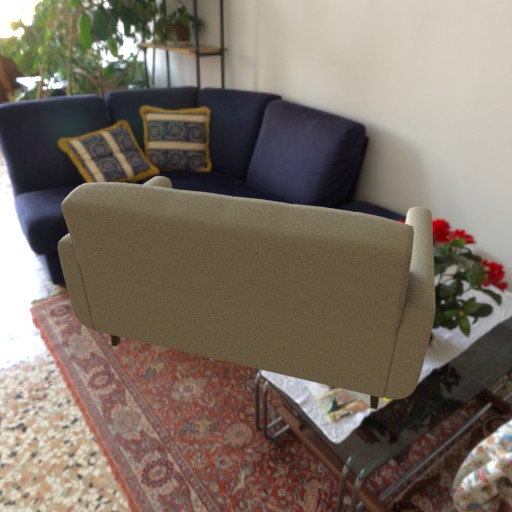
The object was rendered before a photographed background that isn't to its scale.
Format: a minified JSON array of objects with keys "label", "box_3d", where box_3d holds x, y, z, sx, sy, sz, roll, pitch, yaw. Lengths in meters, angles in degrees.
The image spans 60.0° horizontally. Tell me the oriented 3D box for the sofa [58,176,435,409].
[{"label":"sofa","box_3d":[0.000,0.000,2.247,1.655,0.892,0.980,9,31,15]}]
